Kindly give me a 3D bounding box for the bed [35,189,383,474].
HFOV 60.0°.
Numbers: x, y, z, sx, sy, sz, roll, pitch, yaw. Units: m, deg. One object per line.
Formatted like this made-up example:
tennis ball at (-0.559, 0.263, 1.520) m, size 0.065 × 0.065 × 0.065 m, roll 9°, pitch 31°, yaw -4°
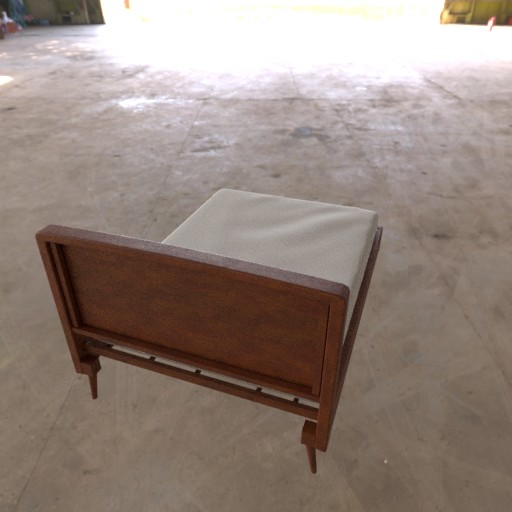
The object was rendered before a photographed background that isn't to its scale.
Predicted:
bed at (0.000, 0.000, 3.199) m, size 1.587 × 1.275 × 2.196 m, roll 11°, pitch 34°, yaw 17°
